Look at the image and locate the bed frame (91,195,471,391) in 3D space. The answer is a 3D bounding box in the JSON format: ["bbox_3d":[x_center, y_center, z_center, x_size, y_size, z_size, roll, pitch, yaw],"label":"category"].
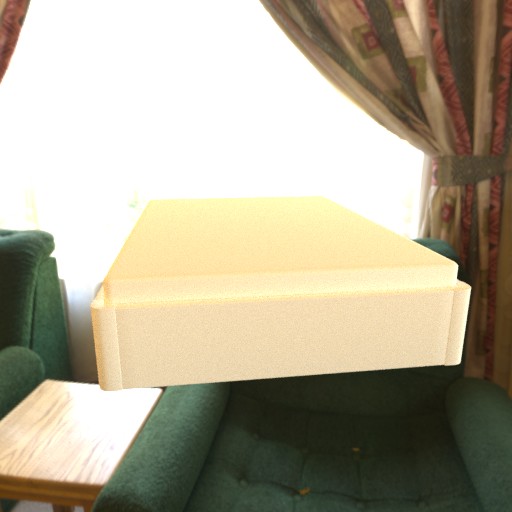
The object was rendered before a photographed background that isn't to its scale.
[{"bbox_3d":[0.000,0.000,2.504,1.400,0.406,1.900,-2,16,-8],"label":"bed frame"}]
